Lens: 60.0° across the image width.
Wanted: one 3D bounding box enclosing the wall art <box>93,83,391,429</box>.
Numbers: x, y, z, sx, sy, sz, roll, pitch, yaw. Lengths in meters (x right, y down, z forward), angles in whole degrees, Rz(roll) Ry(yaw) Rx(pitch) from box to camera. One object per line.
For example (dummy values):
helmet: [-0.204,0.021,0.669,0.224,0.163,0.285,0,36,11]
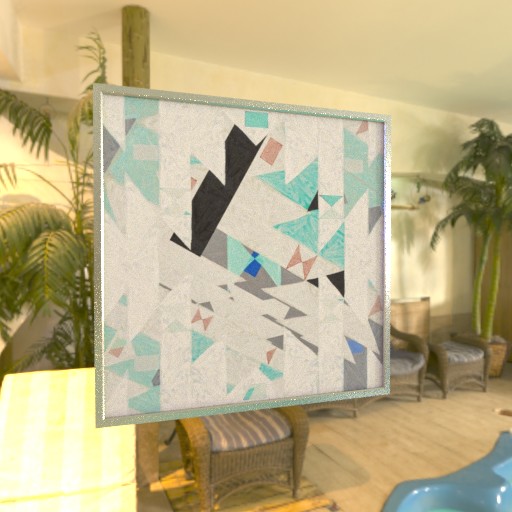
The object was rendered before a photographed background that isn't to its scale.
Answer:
wall art: [0.000,0.000,1.176,0.806,0.806,0.038,0,1,-18]
